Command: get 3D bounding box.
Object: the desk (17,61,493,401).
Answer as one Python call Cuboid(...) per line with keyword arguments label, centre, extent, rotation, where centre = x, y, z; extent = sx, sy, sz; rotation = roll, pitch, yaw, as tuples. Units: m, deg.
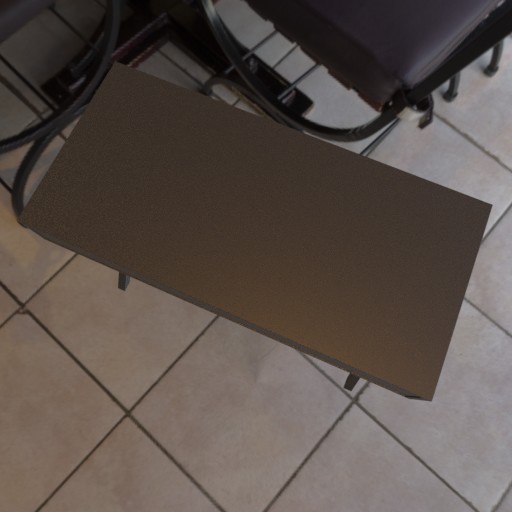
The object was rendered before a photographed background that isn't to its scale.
Cuboid(label="desk", centre=(0.000, 0.000, 1.464), extent=(1.057, 0.780, 0.504), rotation=(23, 75, 6))
